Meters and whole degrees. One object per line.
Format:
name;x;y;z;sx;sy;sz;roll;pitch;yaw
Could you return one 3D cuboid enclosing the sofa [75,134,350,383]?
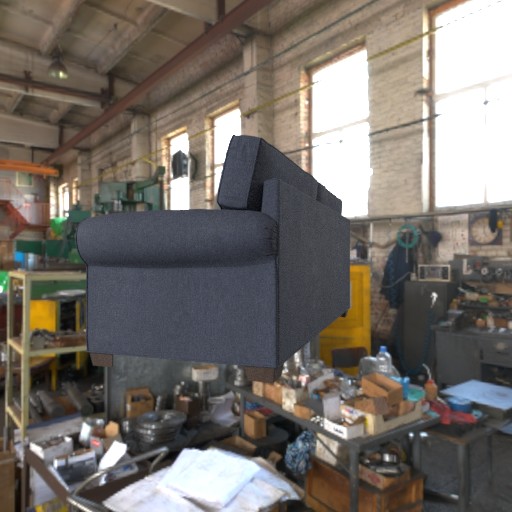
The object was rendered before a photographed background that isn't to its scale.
sofa;0.000;0.000;2.938;0.954;1.026;2.391;0;0;19
